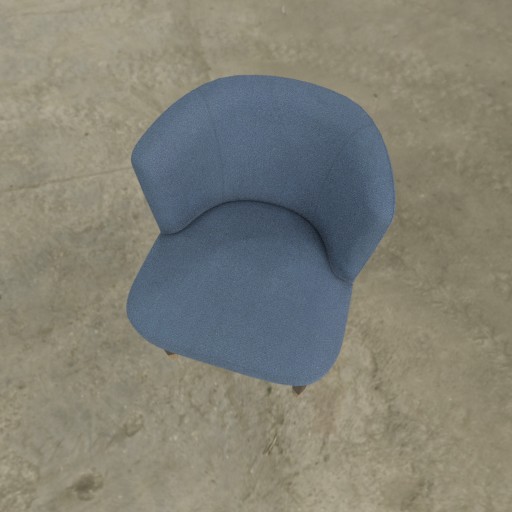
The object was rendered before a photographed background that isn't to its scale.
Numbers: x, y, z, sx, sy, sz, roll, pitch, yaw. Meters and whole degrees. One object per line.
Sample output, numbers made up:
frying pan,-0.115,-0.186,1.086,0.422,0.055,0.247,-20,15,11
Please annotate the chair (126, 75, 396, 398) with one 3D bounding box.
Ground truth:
chair,0.000,0.000,1.345,0.661,0.760,0.702,14,60,9
